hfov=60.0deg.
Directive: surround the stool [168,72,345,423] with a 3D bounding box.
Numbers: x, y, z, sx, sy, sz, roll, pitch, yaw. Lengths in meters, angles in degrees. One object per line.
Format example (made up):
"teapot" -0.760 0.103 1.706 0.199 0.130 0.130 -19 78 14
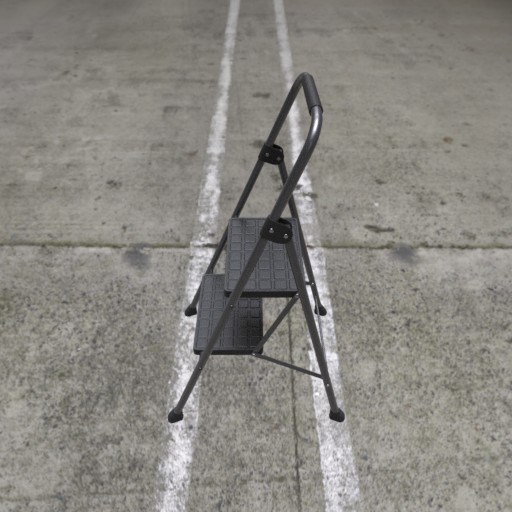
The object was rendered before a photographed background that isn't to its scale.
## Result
"stool" 0.000 0.000 1.163 0.514 0.872 0.450 0 40 0
